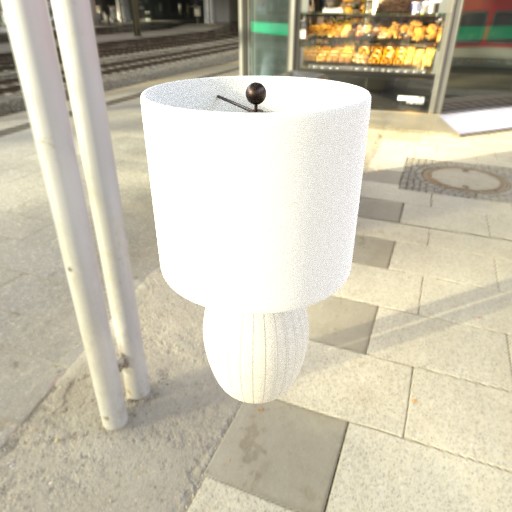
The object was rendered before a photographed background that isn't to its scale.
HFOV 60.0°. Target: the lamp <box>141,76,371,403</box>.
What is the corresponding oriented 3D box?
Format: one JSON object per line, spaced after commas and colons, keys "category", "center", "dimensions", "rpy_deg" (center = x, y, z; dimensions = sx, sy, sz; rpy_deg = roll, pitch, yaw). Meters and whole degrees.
{"category": "lamp", "center": [0.000, 0.000, 0.775], "dimensions": [0.328, 0.570, 0.328], "rpy_deg": [0, 29, 0]}
